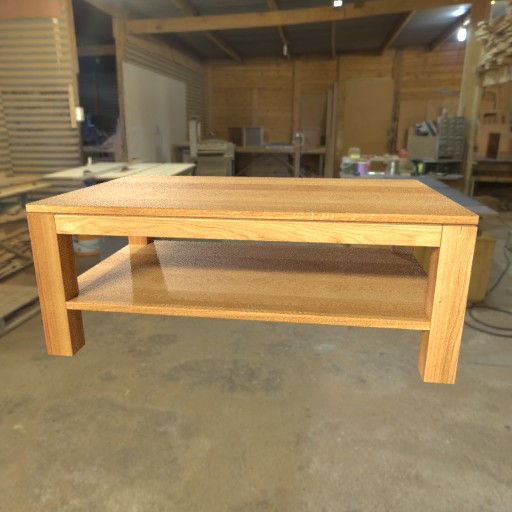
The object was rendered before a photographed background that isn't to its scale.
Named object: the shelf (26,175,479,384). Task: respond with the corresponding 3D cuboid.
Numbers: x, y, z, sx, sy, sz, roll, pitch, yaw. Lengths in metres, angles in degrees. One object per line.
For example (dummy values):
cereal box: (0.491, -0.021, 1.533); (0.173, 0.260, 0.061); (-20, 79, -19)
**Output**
shelf: (0.000, 0.000, 1.507); (1.150, 0.450, 0.700); (2, 17, 7)
